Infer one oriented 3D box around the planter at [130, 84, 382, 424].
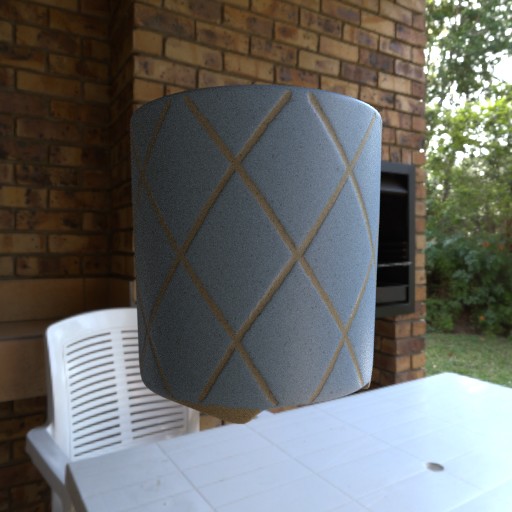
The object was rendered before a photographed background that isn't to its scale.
[{"bbox_3d":[0.000,0.000,0.349,0.191,0.200,0.191,0,1,0],"label":"planter"}]
